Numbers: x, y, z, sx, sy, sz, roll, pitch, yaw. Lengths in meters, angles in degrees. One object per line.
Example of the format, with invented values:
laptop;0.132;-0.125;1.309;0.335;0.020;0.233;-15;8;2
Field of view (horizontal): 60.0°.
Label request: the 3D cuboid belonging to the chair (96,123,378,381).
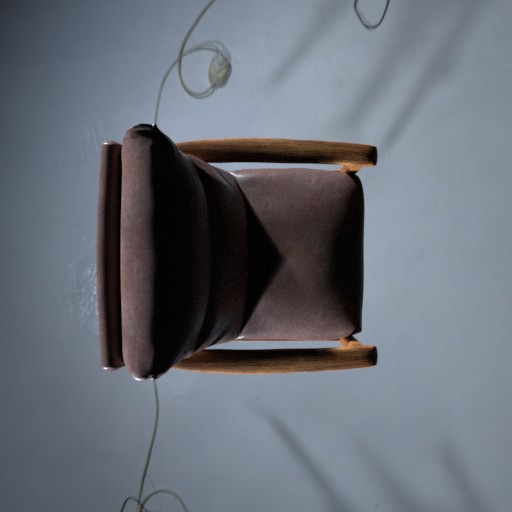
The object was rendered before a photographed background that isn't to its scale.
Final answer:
chair;0.000;0.000;1.513;0.830;0.897;0.782;0;90;-2
